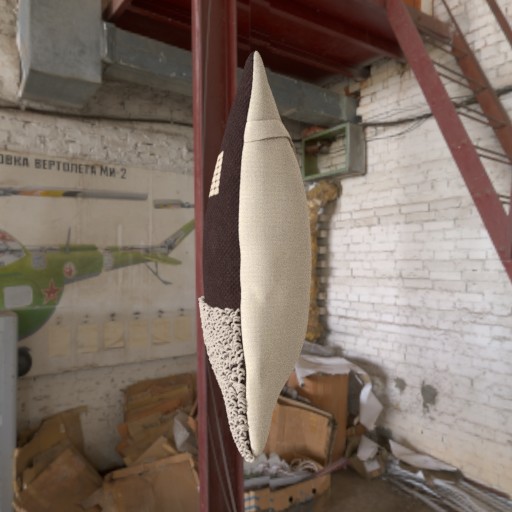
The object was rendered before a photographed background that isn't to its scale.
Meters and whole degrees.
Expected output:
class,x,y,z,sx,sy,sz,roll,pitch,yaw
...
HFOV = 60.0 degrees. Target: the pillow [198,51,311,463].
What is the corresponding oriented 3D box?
class,x,y,z,sx,sy,sz,roll,pitch,yaw
pillow,0.000,0.000,0.729,0.178,0.473,0.475,0,-1,1
